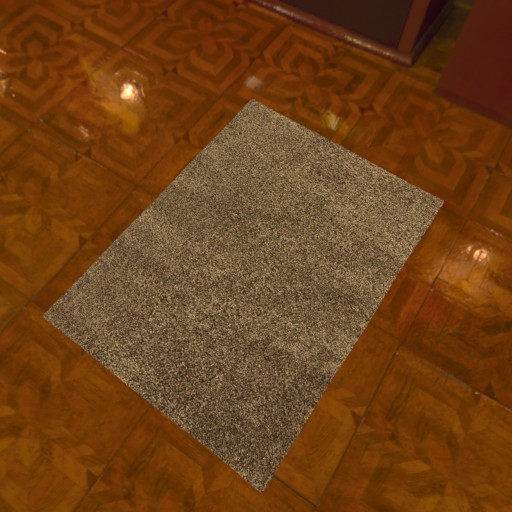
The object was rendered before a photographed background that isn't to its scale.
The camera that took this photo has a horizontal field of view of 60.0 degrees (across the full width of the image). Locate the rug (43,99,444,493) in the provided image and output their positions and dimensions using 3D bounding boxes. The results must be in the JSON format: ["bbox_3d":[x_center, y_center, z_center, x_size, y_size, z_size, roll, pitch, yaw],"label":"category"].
[{"bbox_3d":[0.000,0.000,2.113,1.198,0.025,1.601,33,68,15],"label":"rug"}]
